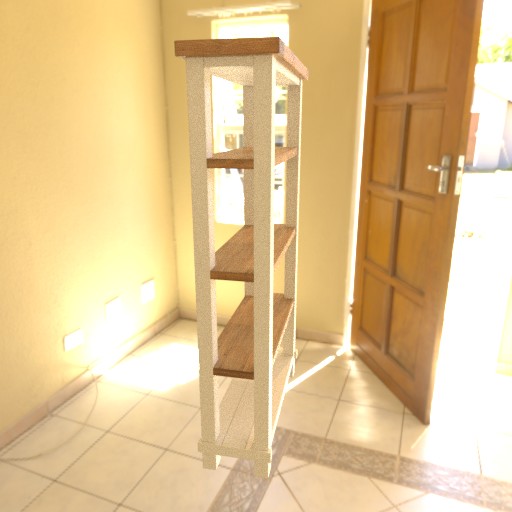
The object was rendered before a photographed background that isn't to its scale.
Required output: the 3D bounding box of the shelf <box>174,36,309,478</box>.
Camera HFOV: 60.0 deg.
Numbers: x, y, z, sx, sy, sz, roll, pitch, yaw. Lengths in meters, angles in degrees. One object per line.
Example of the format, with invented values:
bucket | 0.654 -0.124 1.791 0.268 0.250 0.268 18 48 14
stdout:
shelf | 0.000 0.000 2.289 0.381 1.878 1.022 3 17 12
